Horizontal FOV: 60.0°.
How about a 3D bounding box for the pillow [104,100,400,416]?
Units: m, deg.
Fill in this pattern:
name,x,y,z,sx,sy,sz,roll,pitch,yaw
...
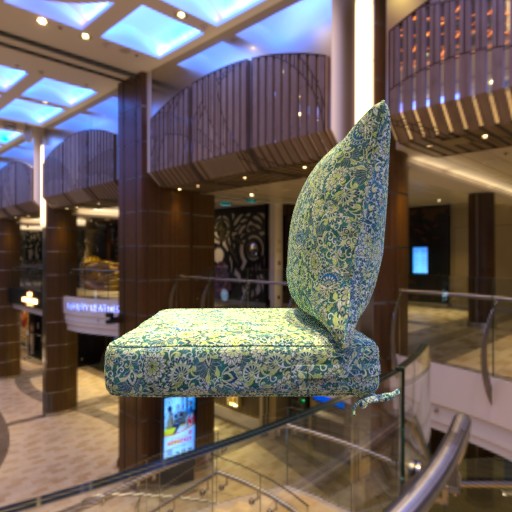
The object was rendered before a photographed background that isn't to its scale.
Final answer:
name,x,y,z,sx,sy,sz,roll,pitch,yaw
pillow,0.000,0.000,1.374,0.740,0.722,0.798,0,0,-1
